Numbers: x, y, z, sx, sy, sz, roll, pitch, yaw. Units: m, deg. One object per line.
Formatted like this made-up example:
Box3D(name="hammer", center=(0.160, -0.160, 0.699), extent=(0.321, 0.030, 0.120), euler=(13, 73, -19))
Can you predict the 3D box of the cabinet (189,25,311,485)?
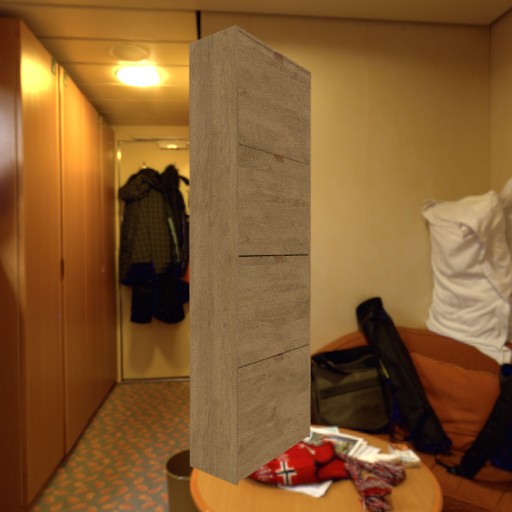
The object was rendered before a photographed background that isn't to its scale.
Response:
Box3D(name="cabinet", center=(0.000, 0.000, 1.842), extent=(0.250, 1.630, 0.520), euler=(1, 1, 37))
